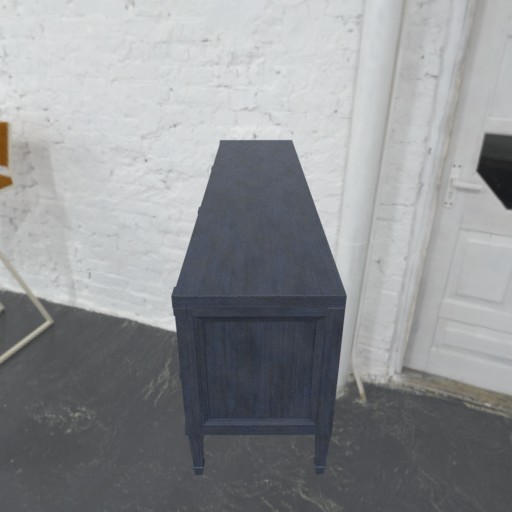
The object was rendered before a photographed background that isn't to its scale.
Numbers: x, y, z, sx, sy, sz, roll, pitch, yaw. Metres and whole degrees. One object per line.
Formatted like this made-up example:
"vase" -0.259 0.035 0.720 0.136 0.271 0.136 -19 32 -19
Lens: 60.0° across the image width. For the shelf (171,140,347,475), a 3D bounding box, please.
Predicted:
"shelf" 0.000 0.000 2.164 0.471 0.715 1.878 0 27 0
